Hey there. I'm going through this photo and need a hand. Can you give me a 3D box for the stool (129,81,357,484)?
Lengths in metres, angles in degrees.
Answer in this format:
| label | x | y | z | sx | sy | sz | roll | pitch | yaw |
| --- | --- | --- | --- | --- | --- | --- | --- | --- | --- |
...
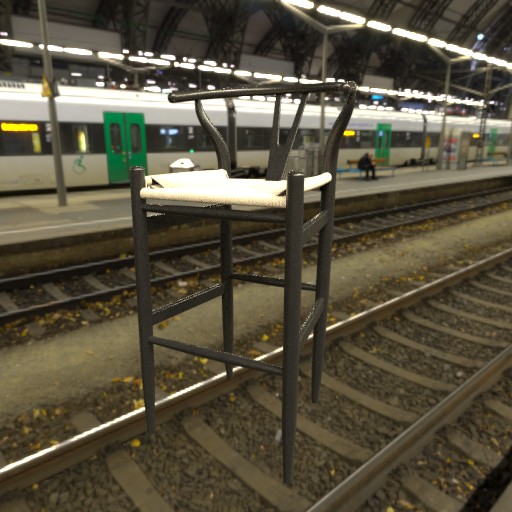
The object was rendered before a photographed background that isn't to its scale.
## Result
| label | x | y | z | sx | sy | sz | roll | pitch | yaw |
| --- | --- | --- | --- | --- | --- | --- | --- | --- | --- |
| stool | 0.000 | 0.000 | 1.395 | 0.569 | 1.072 | 0.579 | 7 | 16 | 26 |
